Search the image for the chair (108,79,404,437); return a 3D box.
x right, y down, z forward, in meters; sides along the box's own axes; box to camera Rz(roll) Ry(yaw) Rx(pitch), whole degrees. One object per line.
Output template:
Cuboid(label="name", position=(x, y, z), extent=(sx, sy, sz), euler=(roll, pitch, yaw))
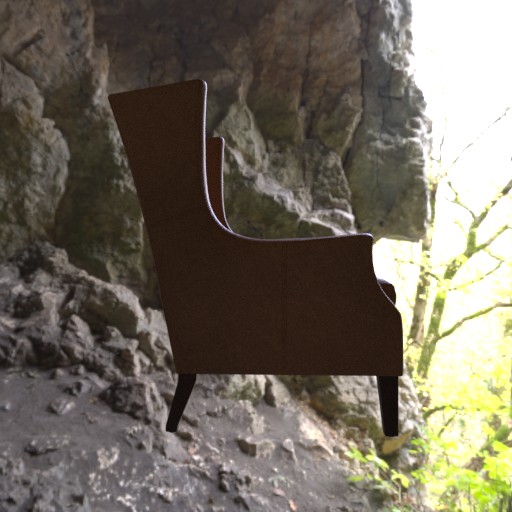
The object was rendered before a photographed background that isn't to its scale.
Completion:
Cuboid(label="chair", position=(0.000, 0.000, 1.710), extent=(0.913, 1.088, 0.815), euler=(0, 1, 0))
